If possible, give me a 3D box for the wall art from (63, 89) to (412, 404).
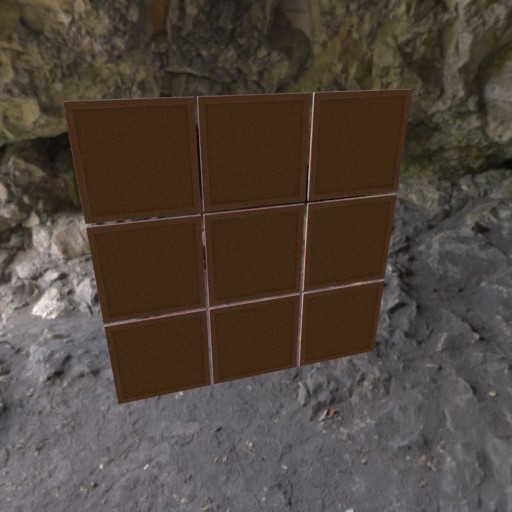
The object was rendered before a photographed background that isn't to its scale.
[{"bbox_3d":[0.000,0.000,2.205,1.521,1.519,0.013,-8,27,-15],"label":"wall art"}]
